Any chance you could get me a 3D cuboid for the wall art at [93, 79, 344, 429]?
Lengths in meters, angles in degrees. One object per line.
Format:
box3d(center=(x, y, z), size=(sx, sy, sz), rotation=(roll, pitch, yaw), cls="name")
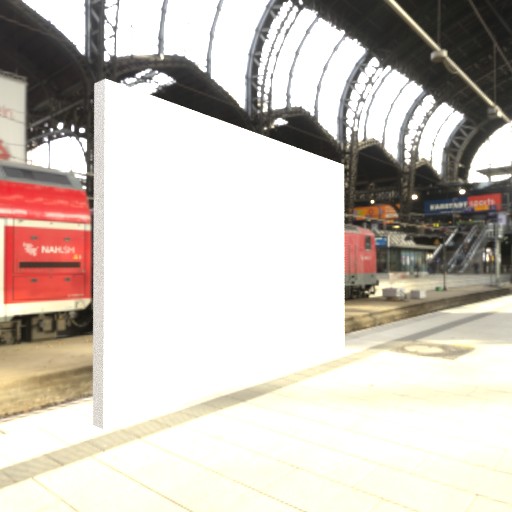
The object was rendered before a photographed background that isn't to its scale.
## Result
box3d(center=(0.000, 0.000, 1.664), size=(0.051, 0.902, 1.308), rotation=(-1, -1, 39), cls="wall art")
